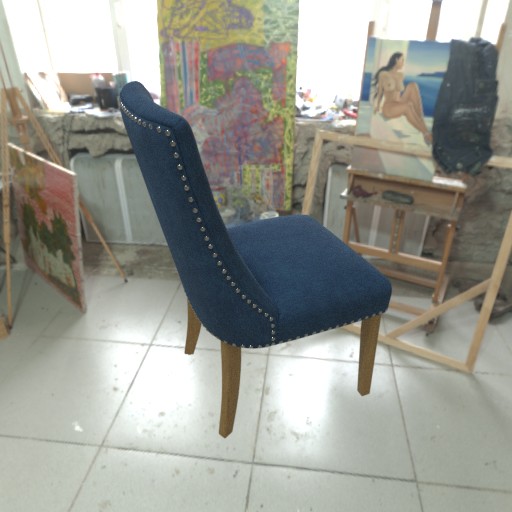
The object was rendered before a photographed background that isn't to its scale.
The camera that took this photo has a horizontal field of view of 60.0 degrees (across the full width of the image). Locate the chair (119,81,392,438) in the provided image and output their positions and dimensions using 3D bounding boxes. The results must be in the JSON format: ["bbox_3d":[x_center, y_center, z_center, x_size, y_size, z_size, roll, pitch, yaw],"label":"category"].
[{"bbox_3d":[0.000,0.000,1.249,0.610,0.902,0.495,-12,32,-19],"label":"chair"}]
